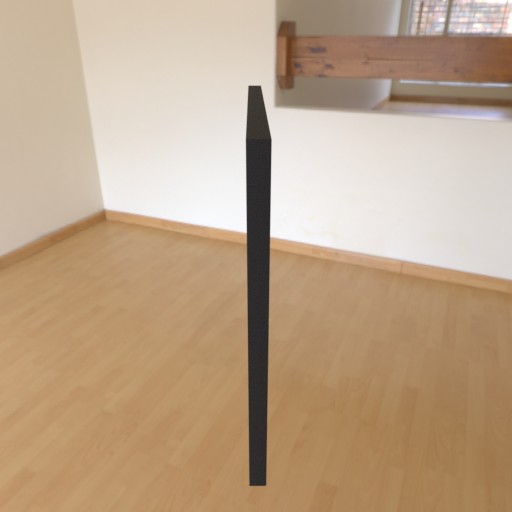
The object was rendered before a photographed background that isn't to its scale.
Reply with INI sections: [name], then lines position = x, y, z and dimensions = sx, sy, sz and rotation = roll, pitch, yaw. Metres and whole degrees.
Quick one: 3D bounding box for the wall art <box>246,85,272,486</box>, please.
[wall art]
position = 0.000, 0.000, 0.463
dimensions = 0.015, 0.304, 0.306
rotation = 0, 27, -1
